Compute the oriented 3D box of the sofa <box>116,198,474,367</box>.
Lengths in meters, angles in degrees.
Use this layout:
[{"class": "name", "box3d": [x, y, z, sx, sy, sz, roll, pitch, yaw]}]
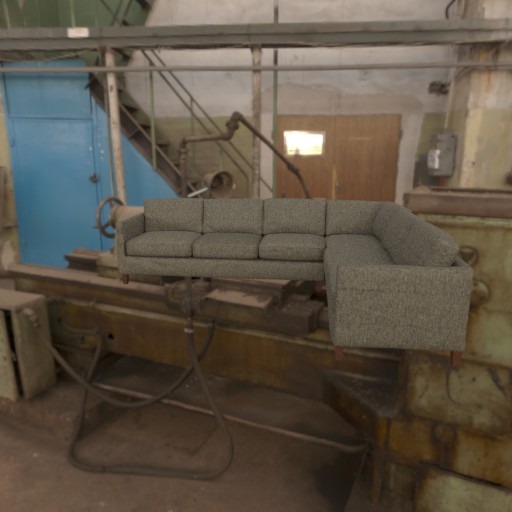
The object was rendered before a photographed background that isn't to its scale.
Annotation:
[{"class": "sofa", "box3d": [0.000, 0.000, 4.443, 3.302, 0.947, 2.593, 2, 14, 7]}]
